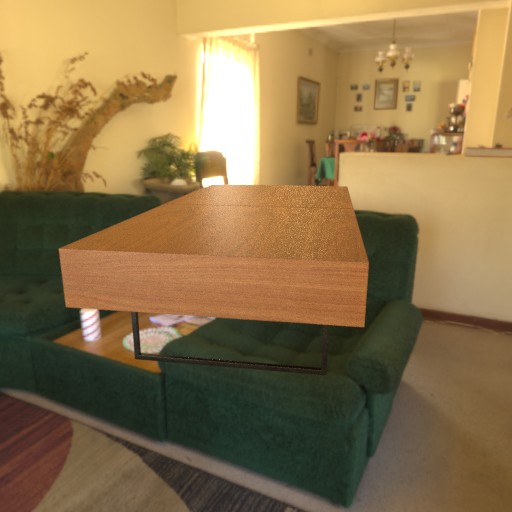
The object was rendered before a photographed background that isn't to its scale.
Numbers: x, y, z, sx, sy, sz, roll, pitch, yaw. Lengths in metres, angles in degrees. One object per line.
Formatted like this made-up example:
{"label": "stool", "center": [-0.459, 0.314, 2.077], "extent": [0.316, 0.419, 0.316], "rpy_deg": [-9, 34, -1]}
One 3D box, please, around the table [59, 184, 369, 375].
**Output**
{"label": "table", "center": [0.000, 0.000, 1.458], "extent": [0.610, 0.330, 1.194], "rpy_deg": [3, 16, 9]}
